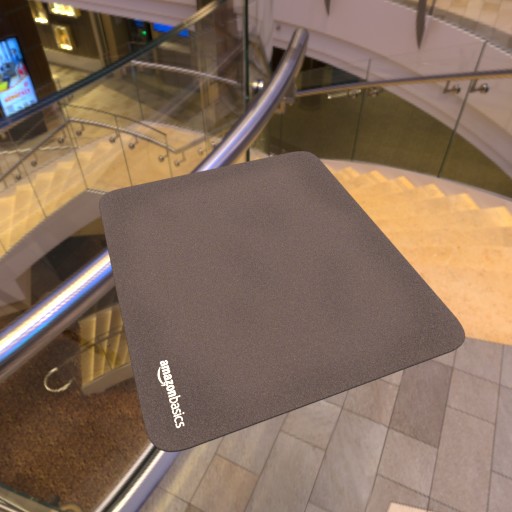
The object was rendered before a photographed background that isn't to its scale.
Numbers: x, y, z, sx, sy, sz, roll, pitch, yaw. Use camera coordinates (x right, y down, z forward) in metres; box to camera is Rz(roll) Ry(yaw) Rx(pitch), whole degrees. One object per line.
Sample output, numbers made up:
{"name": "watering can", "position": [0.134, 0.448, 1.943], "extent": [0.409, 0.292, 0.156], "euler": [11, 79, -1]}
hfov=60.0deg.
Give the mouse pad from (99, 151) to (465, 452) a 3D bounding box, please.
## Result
{"name": "mouse pad", "position": [0.000, 0.000, 0.434], "extent": [0.269, 0.002, 0.315], "euler": [-15, 47, -14]}
